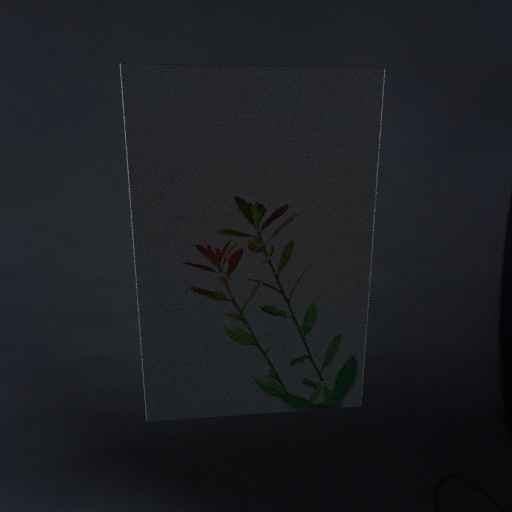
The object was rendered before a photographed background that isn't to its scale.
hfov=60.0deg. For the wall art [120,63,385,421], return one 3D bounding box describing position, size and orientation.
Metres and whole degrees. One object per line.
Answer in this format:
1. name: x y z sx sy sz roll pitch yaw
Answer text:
1. wall art: 0.000 0.000 1.156 0.612 0.915 0.039 -2 15 -6
